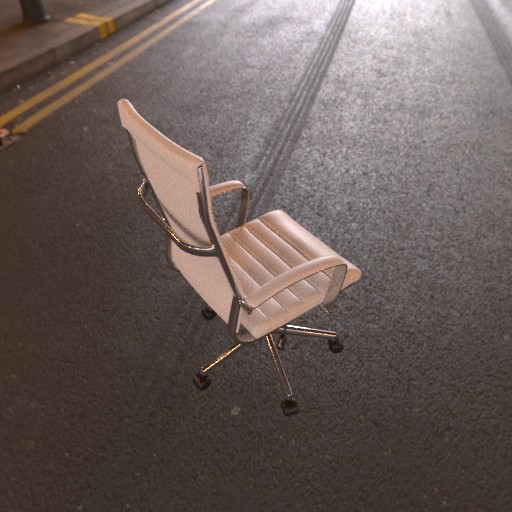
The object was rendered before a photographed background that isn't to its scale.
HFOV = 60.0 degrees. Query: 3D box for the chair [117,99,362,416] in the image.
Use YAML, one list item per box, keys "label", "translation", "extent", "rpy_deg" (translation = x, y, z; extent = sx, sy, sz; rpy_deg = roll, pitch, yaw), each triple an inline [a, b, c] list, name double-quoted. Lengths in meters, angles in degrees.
- label: "chair"
  translation: [0.000, 0.000, 1.589]
  extent: [0.679, 1.149, 0.679]
  rpy_deg: [-26, 47, -26]
